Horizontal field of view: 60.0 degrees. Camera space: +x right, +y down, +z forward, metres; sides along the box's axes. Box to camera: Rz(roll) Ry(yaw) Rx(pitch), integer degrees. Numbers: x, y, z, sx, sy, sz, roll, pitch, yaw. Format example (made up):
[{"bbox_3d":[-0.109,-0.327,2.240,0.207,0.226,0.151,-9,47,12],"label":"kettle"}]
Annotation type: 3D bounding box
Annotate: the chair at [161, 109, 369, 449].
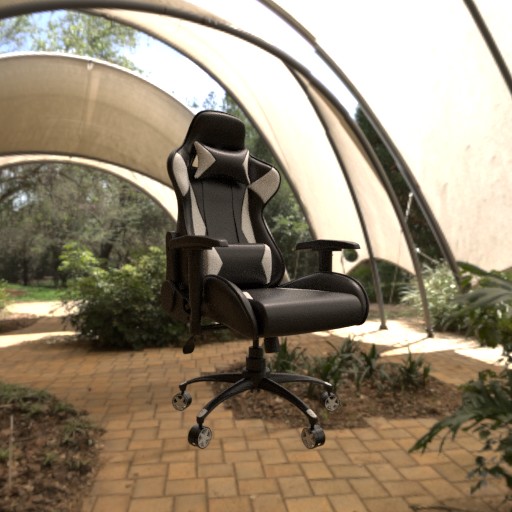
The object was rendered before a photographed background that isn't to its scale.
[{"bbox_3d":[0.000,0.000,1.757,0.730,1.285,0.695,0,0,-36],"label":"chair"}]
